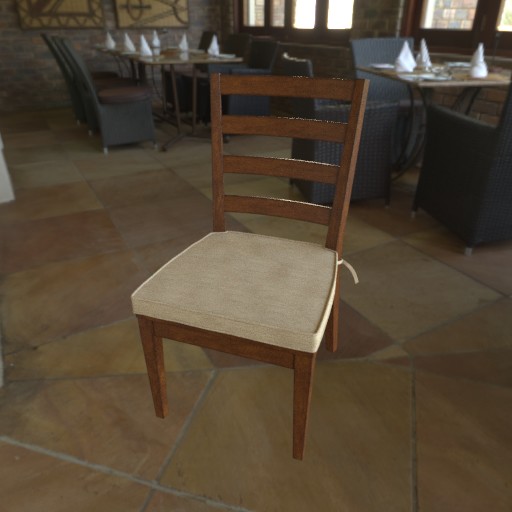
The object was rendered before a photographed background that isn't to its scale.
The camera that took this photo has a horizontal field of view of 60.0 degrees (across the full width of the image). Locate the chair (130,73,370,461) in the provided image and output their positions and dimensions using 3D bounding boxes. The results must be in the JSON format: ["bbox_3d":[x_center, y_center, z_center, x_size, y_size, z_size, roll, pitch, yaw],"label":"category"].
[{"bbox_3d":[0.000,0.000,1.356,0.593,0.979,0.595,10,29,17],"label":"chair"}]
